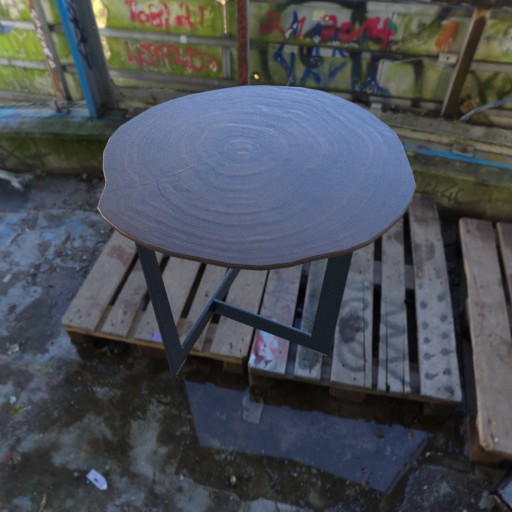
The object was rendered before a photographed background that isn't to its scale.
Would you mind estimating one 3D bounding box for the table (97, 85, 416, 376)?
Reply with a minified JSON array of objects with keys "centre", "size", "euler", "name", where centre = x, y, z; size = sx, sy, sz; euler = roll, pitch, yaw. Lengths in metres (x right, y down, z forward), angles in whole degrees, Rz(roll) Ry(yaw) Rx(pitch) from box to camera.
[{"centre":[0.000,0.000,0.876],"size":[0.494,0.476,0.477],"euler":[10,48,9],"name":"table"}]
